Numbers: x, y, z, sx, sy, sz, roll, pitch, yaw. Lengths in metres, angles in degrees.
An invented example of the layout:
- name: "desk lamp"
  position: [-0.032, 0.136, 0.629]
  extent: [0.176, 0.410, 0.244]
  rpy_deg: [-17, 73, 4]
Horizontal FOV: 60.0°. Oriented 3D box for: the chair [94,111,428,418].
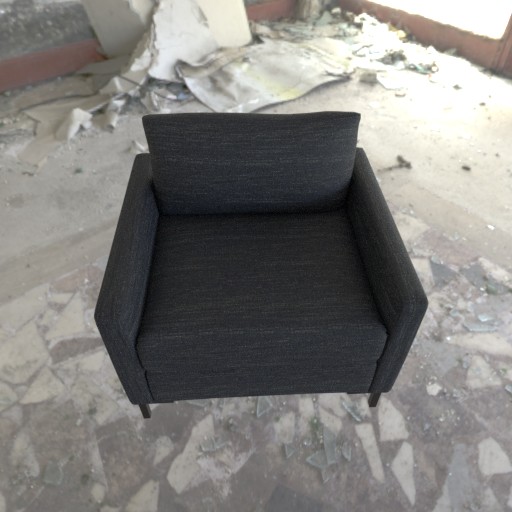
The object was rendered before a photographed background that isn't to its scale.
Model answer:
- name: "chair"
  position: [0.000, 0.000, 1.643]
  extent: [0.963, 0.861, 0.866]
  rpy_deg: [-2, 45, -2]
